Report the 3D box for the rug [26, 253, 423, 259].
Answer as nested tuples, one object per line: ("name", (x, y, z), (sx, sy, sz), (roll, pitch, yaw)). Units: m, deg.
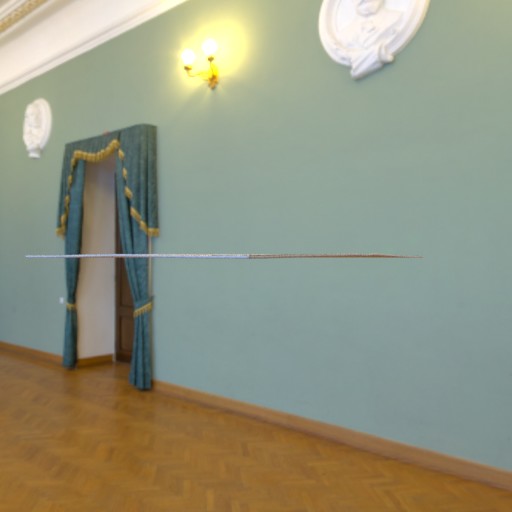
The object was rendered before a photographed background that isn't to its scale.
("rug", (0.000, 0.000, 3.045), (1.609, 0.030, 2.342), (0, 0, 36))
